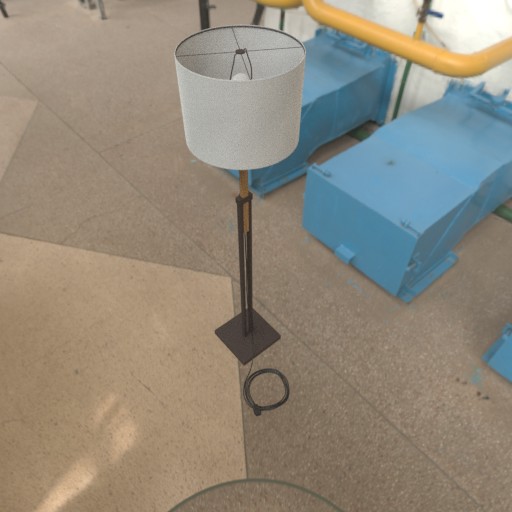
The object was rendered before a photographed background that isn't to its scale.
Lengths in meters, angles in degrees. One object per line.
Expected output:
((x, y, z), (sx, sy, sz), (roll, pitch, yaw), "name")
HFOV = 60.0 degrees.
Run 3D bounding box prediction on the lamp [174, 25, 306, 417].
((0.000, 0.000, 1.907), (0.474, 1.650, 0.639), (-32, 55, -26), "lamp")
